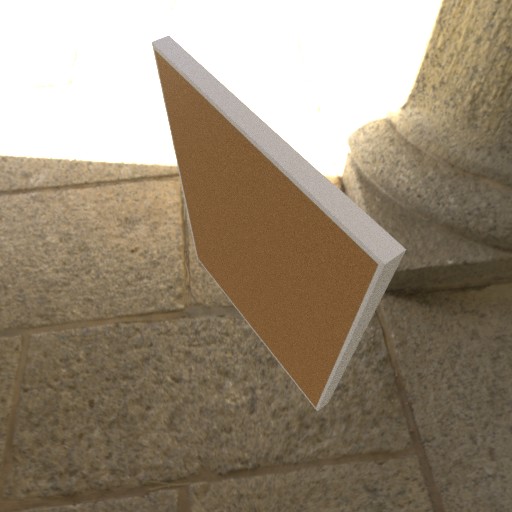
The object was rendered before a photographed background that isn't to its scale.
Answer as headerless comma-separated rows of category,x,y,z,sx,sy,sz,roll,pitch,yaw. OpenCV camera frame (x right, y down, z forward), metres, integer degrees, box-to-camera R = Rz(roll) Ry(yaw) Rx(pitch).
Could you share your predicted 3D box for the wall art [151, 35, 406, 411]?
wall art,0.000,0.000,0.741,0.030,0.549,0.443,-32,62,-19
